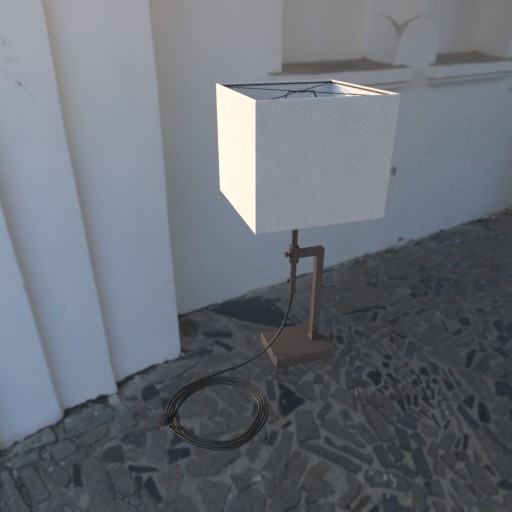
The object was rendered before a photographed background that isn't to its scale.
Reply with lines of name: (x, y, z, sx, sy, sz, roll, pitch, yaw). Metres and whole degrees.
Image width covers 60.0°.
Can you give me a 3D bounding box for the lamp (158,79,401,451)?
lamp: (0.000, 0.000, 0.955, 0.504, 0.660, 0.399, -8, 28, -16)
